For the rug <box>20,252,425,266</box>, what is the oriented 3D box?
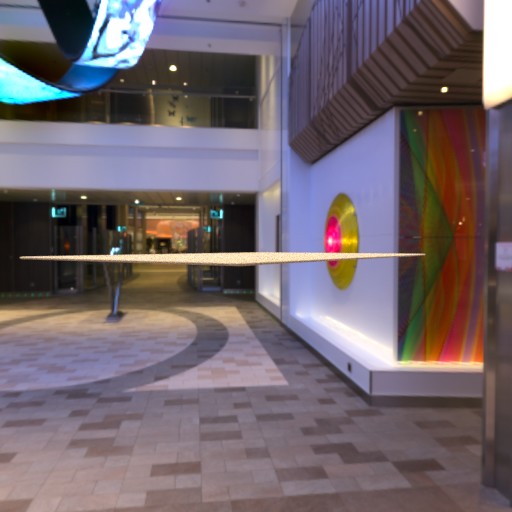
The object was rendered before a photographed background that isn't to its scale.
[{"bbox_3d":[0.000,0.000,2.307,1.219,0.010,1.829,1,1,36],"label":"rug"}]
